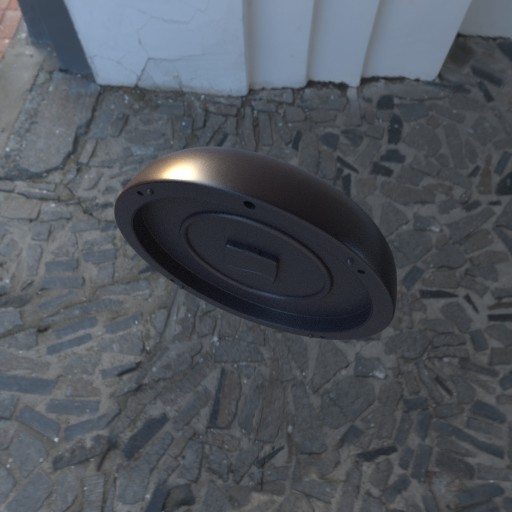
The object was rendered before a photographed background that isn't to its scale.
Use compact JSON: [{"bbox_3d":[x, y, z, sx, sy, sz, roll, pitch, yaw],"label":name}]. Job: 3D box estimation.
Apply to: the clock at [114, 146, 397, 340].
[{"bbox_3d":[0.000,0.000,0.472,0.300,0.300,0.060,19,65,9],"label":"clock"}]
